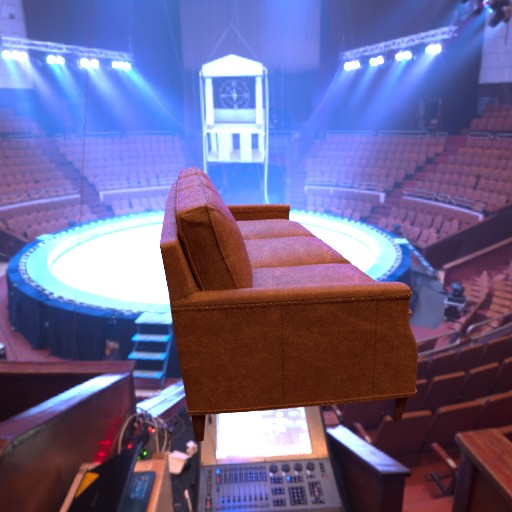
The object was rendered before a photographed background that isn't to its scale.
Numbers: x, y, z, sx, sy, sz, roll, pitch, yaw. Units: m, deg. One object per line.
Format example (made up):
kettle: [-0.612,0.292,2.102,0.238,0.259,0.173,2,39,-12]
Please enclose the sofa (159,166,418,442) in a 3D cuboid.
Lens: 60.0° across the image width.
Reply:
sofa: [0.000,0.000,2.810,1.084,1.003,2.246,-2,16,-9]
